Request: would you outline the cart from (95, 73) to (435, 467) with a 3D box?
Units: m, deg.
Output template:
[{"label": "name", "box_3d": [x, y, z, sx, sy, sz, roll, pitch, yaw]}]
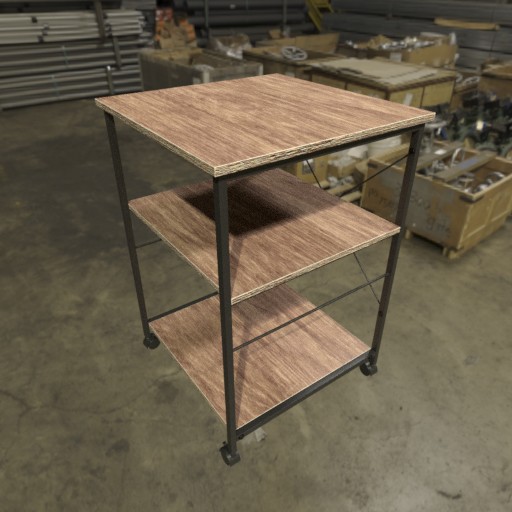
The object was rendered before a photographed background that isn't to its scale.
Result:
[{"label": "cart", "box_3d": [0.000, 0.000, 1.150, 0.520, 0.762, 0.521, -21, 38, -29]}]
